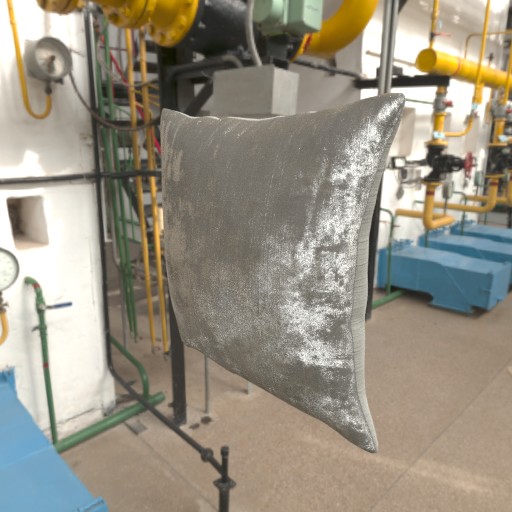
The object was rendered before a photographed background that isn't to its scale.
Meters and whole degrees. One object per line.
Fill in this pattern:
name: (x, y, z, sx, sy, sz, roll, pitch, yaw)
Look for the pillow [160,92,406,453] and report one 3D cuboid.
pillow: (0.000, 0.000, 0.700, 0.175, 0.464, 0.470, -14, 20, -42)
